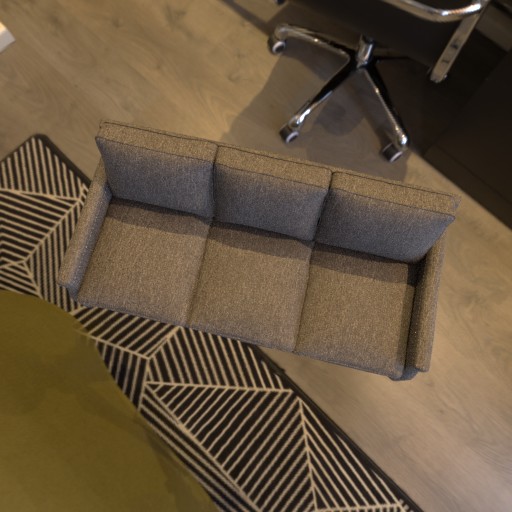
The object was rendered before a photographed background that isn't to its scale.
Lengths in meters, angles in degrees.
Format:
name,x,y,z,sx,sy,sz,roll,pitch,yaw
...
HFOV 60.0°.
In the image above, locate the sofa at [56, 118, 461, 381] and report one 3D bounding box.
name,x,y,z,sx,sy,sz,roll,pitch,yaw
sofa,0.000,0.000,2.800,2.246,1.003,1.084,13,77,3
